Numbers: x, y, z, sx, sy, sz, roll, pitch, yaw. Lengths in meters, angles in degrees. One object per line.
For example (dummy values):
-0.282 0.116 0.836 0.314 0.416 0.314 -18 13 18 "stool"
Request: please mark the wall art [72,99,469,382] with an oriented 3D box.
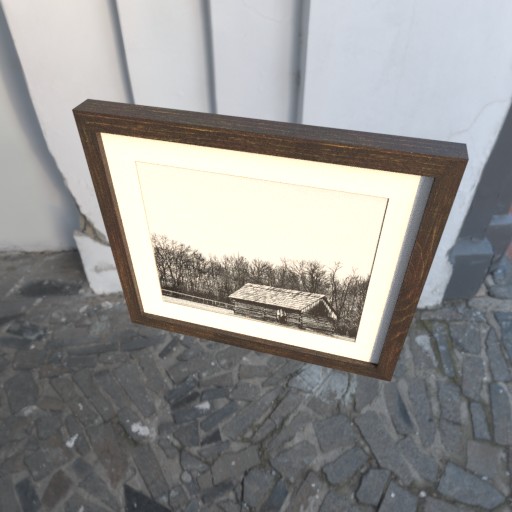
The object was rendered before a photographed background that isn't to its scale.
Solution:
0.000 0.000 0.532 0.381 0.330 0.031 10 42 12 "wall art"
